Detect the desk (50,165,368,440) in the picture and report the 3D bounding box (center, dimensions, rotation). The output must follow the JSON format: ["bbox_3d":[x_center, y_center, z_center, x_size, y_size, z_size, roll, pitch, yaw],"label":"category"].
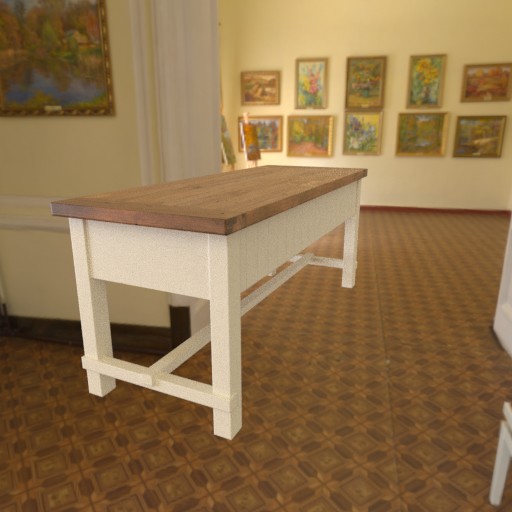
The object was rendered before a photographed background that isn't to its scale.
[{"bbox_3d":[0.000,0.000,2.252,0.688,0.762,1.803,8,18,25],"label":"desk"}]
